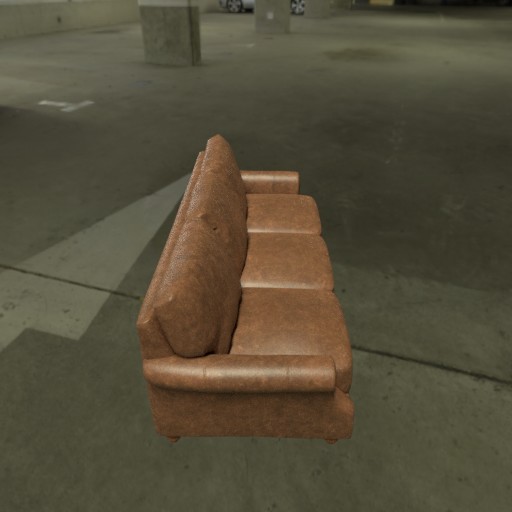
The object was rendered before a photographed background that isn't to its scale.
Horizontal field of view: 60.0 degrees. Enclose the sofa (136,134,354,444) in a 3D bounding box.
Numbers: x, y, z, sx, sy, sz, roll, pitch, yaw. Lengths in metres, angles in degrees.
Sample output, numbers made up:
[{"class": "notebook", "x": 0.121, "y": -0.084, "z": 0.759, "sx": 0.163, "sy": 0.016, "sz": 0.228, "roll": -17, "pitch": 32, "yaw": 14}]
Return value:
[{"class": "sofa", "x": 0.000, "y": 0.000, "z": 2.877, "sx": 0.973, "sy": 0.977, "sz": 2.351, "roll": 0, "pitch": 32, "yaw": 1}]
